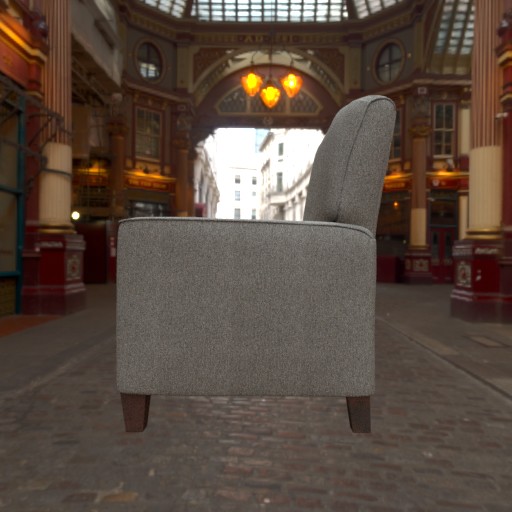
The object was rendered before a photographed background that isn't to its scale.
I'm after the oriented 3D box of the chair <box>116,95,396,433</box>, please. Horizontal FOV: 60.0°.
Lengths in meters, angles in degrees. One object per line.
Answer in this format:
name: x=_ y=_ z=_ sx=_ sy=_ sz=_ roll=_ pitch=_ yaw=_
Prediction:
chair: x=0.000 y=0.000 z=1.666 sx=0.858 sy=1.028 sz=0.841 roll=0 pitch=1 yaw=1
